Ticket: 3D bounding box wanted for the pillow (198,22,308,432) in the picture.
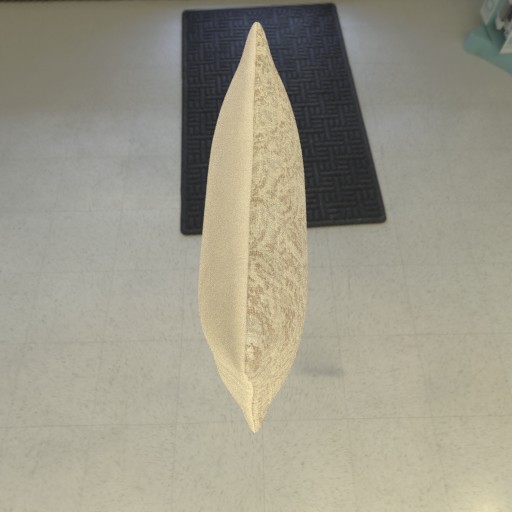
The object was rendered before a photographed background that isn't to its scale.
[{"bbox_3d":[0.000,0.000,0.765,0.166,0.510,0.523,1,63,1],"label":"pillow"}]
